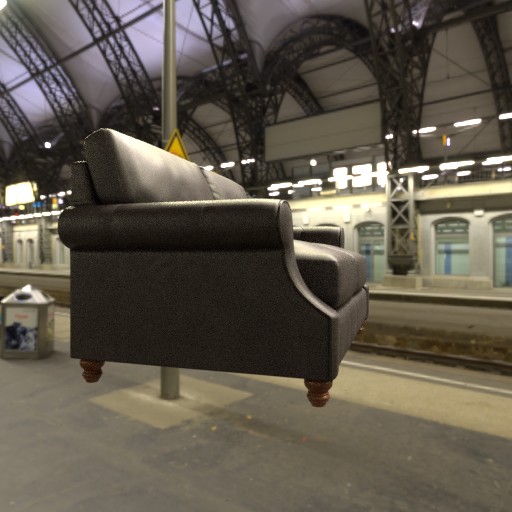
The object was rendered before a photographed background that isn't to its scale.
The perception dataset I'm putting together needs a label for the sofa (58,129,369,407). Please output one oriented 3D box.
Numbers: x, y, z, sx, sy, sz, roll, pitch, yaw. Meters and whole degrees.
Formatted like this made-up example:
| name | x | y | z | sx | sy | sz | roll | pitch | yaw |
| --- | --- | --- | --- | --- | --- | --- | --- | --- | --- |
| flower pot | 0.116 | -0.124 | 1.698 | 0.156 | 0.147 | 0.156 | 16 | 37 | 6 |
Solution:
| name | x | y | z | sx | sy | sz | roll | pitch | yaw |
| --- | --- | --- | --- | --- | --- | --- | --- | --- | --- |
| sofa | 0.000 | 0.000 | 2.260 | 1.030 | 0.979 | 1.663 | 0 | 0 | 18 |
